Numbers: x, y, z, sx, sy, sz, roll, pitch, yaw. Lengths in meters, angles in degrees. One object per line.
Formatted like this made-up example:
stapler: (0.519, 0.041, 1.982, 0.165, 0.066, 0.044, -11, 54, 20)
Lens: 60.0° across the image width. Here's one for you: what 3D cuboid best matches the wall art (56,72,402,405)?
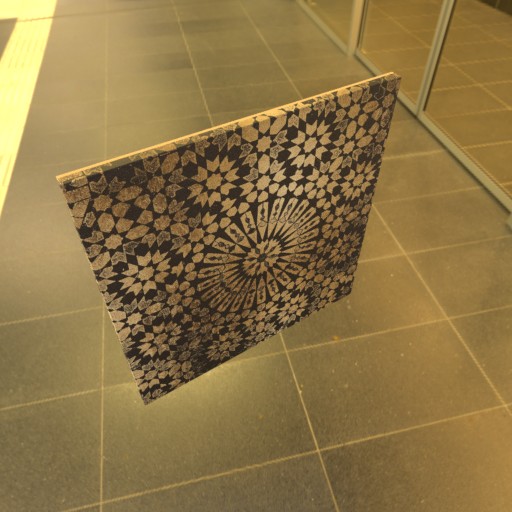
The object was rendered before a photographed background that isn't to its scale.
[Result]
wall art: (0.000, 0.000, 1.357, 0.914, 0.914, 0.038, -24, 50, -22)
